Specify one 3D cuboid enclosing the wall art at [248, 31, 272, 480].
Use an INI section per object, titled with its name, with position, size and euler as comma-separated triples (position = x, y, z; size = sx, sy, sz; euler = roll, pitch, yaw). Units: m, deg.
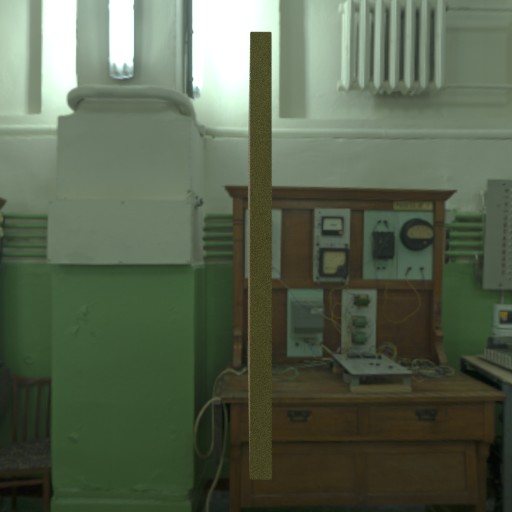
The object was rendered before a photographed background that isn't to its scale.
[wall art]
position = 0.000, 0.000, 1.135
size = 0.037, 0.763, 0.763
euler = 0, 0, -1
